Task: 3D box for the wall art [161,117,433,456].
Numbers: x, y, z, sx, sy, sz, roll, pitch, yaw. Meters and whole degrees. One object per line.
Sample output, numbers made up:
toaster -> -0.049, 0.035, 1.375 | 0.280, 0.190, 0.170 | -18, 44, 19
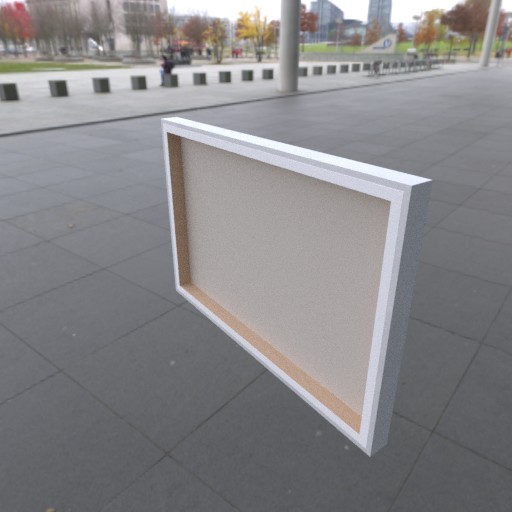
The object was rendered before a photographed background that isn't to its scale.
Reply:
wall art -> 0.000, 0.000, 0.791 | 0.038, 0.407, 0.609 | -18, 30, -33
